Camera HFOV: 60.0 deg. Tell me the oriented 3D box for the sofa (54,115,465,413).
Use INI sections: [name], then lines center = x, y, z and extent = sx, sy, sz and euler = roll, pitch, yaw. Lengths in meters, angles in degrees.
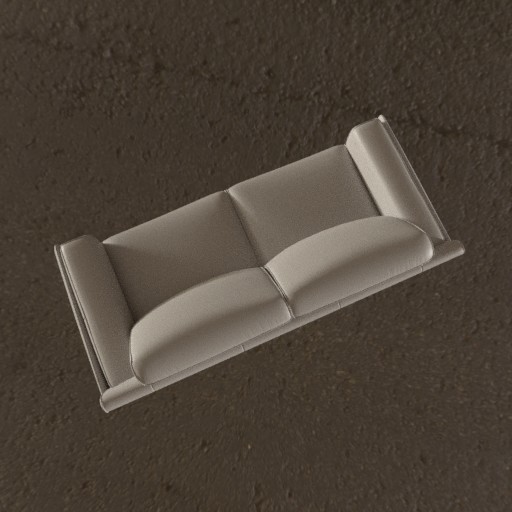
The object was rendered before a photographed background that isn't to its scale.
[sofa]
center = 0.000, 0.000, 2.583
extent = 2.101, 0.930, 1.049
euler = -23, 77, -6
